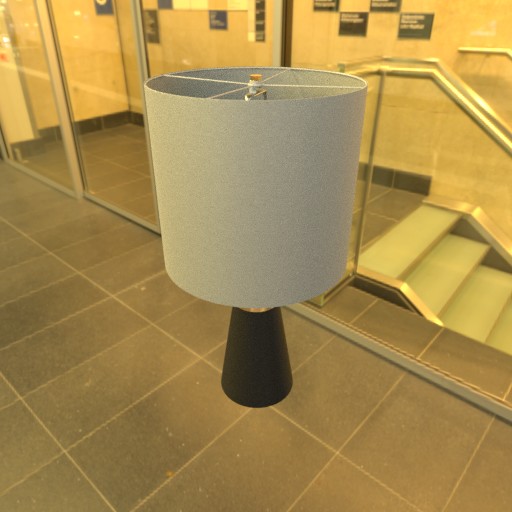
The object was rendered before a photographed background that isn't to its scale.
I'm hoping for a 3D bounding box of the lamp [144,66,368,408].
[{"bbox_3d":[0.000,0.000,0.762,0.308,0.580,0.308,12,32,20],"label":"lamp"}]
